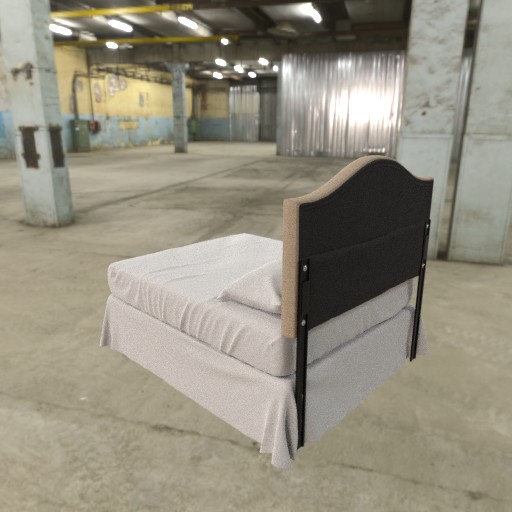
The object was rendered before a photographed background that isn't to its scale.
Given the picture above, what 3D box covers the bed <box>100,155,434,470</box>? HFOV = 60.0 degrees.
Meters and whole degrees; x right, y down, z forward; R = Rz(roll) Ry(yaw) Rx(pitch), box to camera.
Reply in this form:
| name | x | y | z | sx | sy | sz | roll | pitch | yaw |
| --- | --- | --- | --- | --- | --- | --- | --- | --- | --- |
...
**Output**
| name | x | y | z | sx | sy | sz | roll | pitch | yaw |
| --- | --- | --- | --- | --- | --- | --- | --- | --- | --- |
| bed | 0.000 | 0.000 | 3.536 | 2.221 | 1.645 | 1.876 | 15 | 22 | 42 |
